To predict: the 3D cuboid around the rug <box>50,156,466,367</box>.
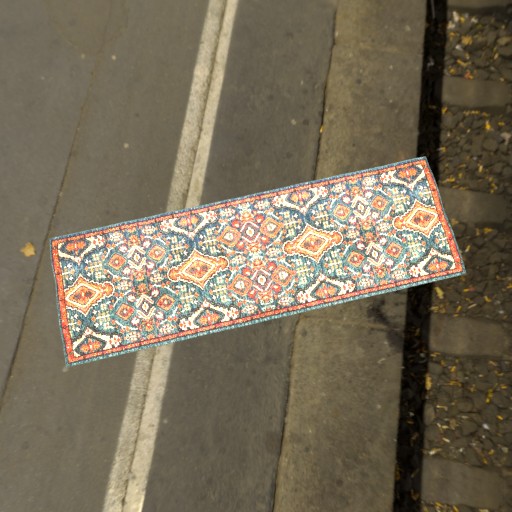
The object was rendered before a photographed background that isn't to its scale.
[{"bbox_3d":[0.000,0.000,2.724,2.459,0.010,0.801,-13,77,-3],"label":"rug"}]
